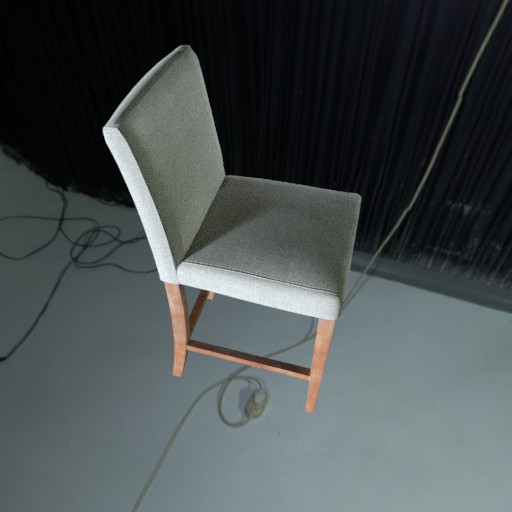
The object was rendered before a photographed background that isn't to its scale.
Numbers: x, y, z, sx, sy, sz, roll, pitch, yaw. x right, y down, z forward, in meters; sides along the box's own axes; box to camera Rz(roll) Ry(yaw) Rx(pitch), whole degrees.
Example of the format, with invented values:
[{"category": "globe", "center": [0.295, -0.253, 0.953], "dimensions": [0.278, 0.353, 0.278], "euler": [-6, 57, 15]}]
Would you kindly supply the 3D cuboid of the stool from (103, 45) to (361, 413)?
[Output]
[{"category": "stool", "center": [0.000, 0.000, 1.386], "dimensions": [0.570, 1.088, 0.439], "euler": [11, 49, 10]}]
